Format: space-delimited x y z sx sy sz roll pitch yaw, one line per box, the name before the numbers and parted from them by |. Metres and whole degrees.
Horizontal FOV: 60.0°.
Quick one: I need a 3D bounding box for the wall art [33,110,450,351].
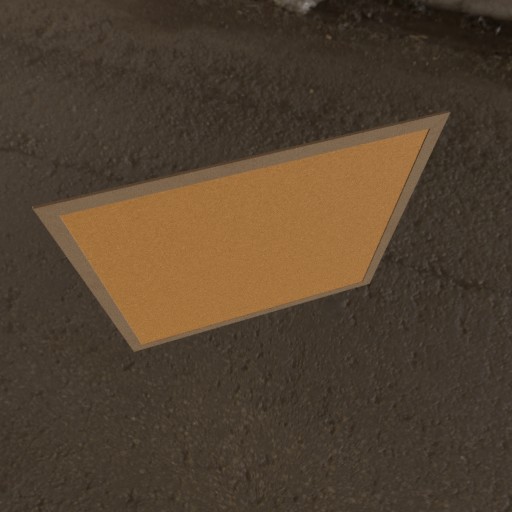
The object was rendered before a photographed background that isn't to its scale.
wall art | 0.000 0.000 1.653 1.168 1.067 0.025 -15 60 -9
